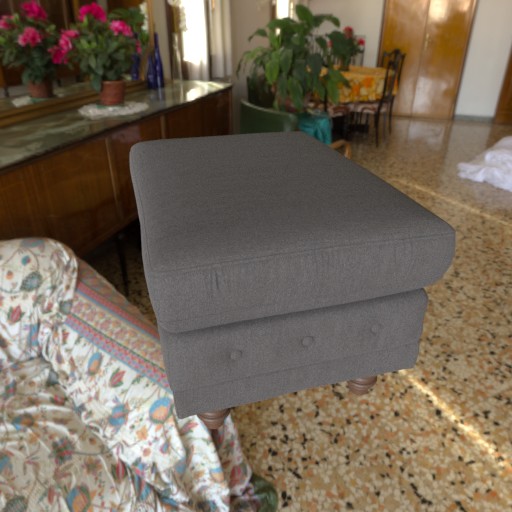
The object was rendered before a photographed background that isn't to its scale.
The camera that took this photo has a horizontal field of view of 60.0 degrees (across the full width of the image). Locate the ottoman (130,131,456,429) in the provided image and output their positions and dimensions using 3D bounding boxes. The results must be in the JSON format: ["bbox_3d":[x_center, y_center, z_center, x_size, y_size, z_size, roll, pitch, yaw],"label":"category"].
[{"bbox_3d":[0.000,0.000,1.150,0.569,0.500,0.771,-8,30,-14],"label":"ottoman"}]
